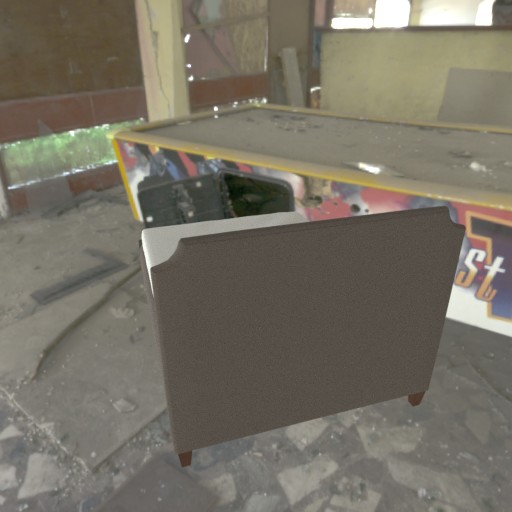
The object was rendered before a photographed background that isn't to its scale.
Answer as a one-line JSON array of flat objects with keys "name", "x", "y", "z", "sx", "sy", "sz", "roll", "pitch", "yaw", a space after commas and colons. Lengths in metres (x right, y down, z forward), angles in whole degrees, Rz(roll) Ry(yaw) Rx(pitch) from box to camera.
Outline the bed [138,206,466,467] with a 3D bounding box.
[{"name": "bed", "x": 0.000, "y": 0.000, "z": 3.448, "sx": 1.713, "sy": 1.443, "sz": 2.372, "roll": -8, "pitch": 27, "yaw": -16}]
